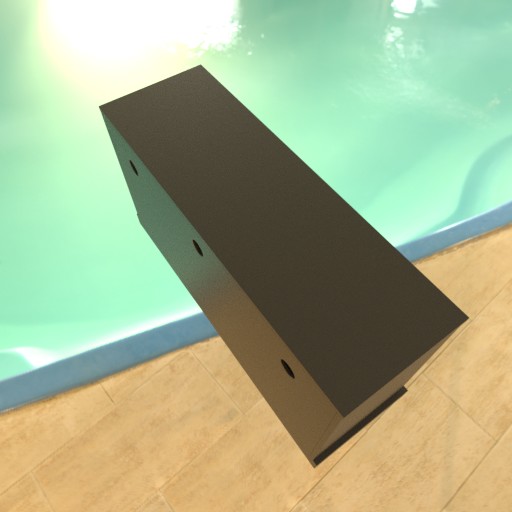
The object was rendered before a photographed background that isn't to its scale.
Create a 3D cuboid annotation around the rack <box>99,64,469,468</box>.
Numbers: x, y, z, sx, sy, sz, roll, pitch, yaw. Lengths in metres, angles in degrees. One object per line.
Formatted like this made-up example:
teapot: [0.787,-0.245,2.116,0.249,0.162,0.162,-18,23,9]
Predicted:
rack: [0.000,0.000,1.484,0.399,0.635,1.206,-31,62,-18]
